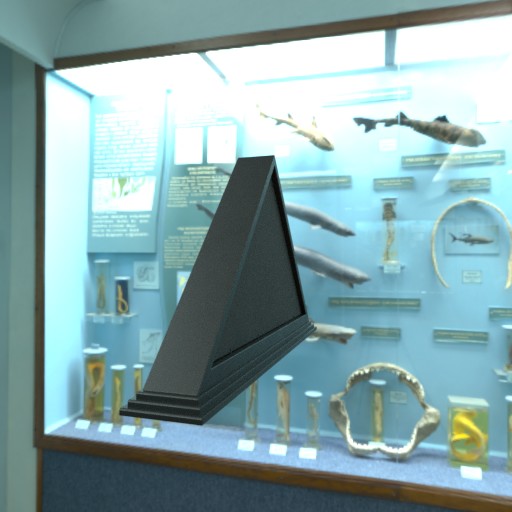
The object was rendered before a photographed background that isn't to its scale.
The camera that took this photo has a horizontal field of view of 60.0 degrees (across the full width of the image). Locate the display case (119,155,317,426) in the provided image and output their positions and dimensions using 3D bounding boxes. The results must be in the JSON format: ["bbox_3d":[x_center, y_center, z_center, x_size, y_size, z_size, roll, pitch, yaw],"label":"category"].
[{"bbox_3d":[0.000,0.000,0.755,0.095,0.340,0.640,0,-1,18],"label":"display case"}]
